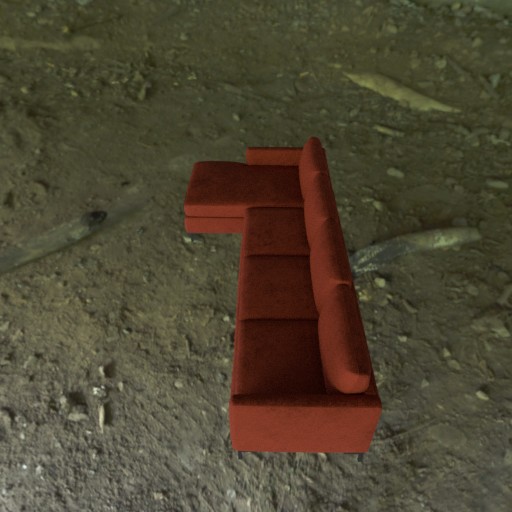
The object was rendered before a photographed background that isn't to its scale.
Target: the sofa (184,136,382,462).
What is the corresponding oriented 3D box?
[{"bbox_3d":[0.000,0.000,2.941,1.136,0.663,2.467,0,41,1],"label":"sofa"}]
